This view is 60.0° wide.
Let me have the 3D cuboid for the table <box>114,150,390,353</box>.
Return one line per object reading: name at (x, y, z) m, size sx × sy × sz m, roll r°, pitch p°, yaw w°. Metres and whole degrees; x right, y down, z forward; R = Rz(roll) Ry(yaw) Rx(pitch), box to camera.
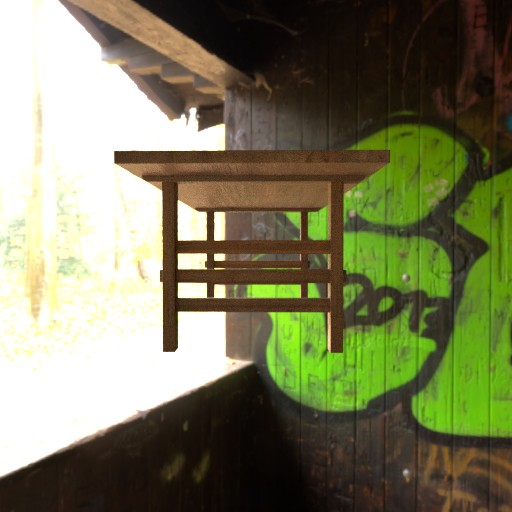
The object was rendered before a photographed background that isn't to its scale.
table at (0.000, 0.000, 2.530) m, size 0.952 × 0.760 × 2.003 m, roll 0°, pitch 1°, yaw 1°
